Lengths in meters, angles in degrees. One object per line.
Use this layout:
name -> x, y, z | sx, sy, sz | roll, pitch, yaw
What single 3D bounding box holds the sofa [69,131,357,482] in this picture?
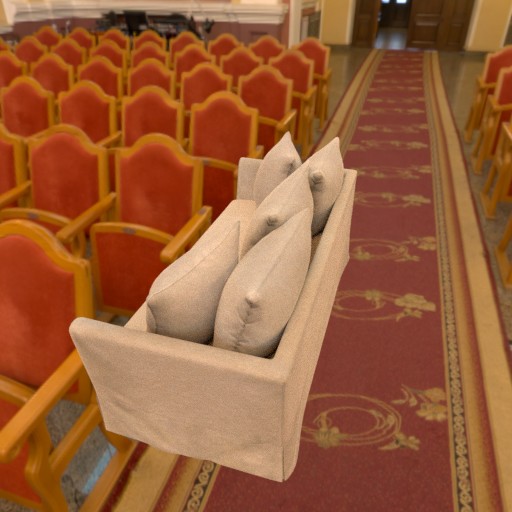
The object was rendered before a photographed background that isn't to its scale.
sofa -> 0.000, 0.000, 2.812 | 1.031, 1.034, 2.290 | 9, 33, 15
